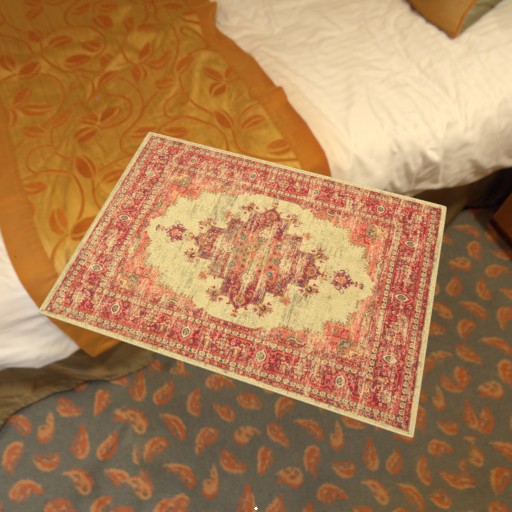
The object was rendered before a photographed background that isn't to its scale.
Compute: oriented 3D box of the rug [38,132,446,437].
[{"bbox_3d":[0.000,0.000,3.656,2.878,0.014,2.005,16,62,9],"label":"rug"}]
